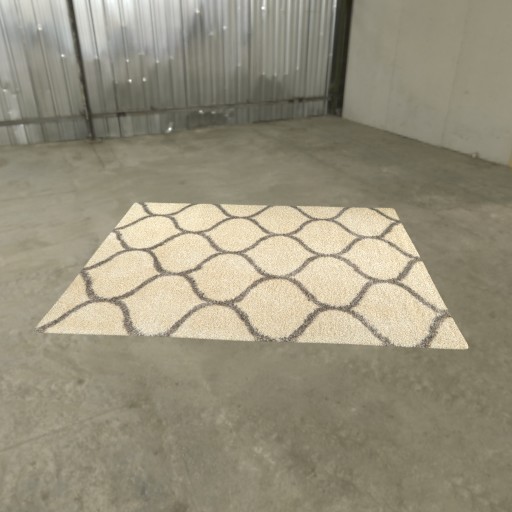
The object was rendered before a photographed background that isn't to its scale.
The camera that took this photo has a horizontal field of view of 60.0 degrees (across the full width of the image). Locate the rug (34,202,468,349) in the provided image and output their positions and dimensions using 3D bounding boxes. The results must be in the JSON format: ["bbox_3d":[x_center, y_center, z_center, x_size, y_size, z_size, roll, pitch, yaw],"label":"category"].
[{"bbox_3d":[0.000,0.000,4.080,3.000,0.026,2.399,2,29,3],"label":"rug"}]
